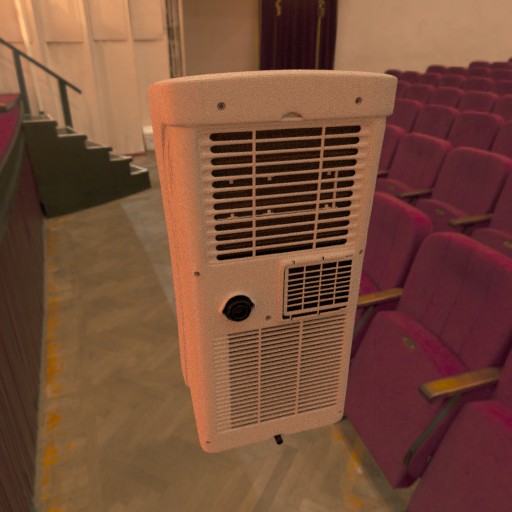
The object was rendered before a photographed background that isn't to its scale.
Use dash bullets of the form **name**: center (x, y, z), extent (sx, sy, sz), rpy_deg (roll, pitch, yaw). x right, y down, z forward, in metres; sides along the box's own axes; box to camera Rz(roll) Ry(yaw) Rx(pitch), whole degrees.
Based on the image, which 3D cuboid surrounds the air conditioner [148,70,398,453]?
- **air conditioner**: center (0.000, 0.000, 0.904), extent (0.352, 0.716, 0.369), rpy_deg (-7, 27, -15)
